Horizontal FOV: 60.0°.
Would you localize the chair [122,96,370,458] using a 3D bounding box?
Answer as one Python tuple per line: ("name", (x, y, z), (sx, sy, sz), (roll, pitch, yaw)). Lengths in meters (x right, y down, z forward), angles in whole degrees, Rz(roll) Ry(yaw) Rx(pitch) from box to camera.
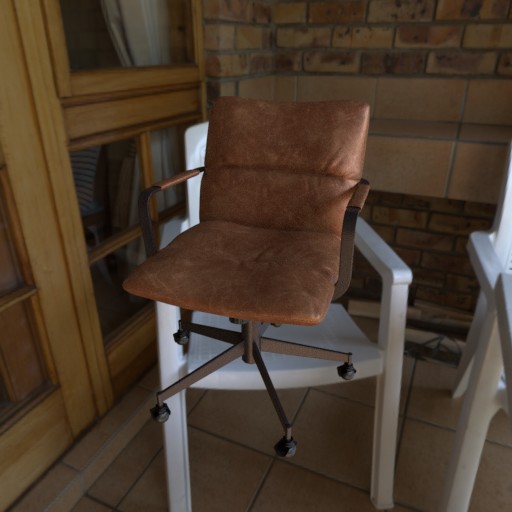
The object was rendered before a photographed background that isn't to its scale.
("chair", (0.000, 0.000, 1.462), (0.727, 0.922, 0.754), (8, 27, 16))
